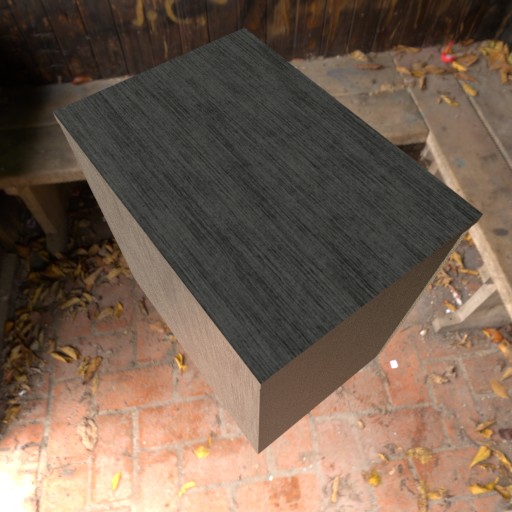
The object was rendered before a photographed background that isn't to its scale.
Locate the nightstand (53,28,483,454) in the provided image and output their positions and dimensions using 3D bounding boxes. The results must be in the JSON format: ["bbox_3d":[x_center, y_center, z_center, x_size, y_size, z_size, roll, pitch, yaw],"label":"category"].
[{"bbox_3d":[0.000,0.000,0.728,0.325,0.460,0.441,-33,64,-18],"label":"nightstand"}]
